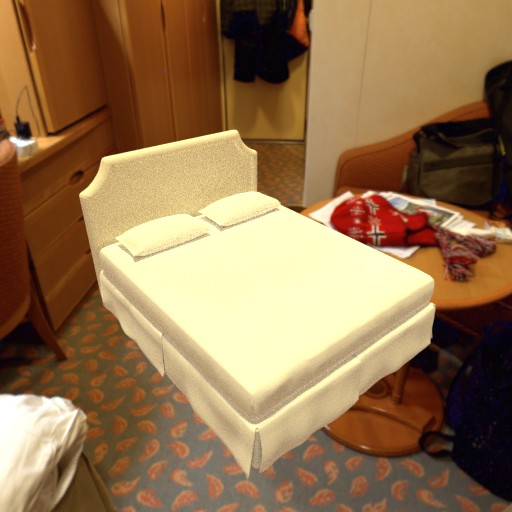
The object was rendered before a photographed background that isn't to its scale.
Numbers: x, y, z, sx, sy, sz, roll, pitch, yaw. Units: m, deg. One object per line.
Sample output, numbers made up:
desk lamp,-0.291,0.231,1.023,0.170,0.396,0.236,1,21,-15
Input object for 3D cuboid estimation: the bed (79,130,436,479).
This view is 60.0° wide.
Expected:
bed,0.000,0.000,4.248,2.350,1.590,2.773,-23,38,-33
